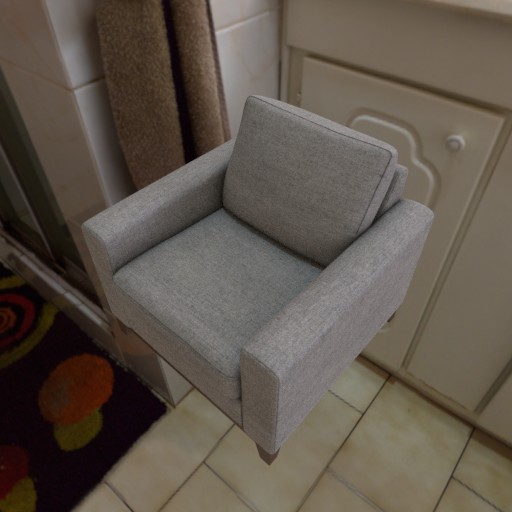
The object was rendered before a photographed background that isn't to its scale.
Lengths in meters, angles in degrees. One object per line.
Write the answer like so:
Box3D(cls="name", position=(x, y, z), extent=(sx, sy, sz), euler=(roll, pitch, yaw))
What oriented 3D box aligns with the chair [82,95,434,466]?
Box3D(cls="chair", position=(0.000, 0.000, 1.886), extent=(1.024, 1.010, 1.038), euler=(32, 53, 28))
